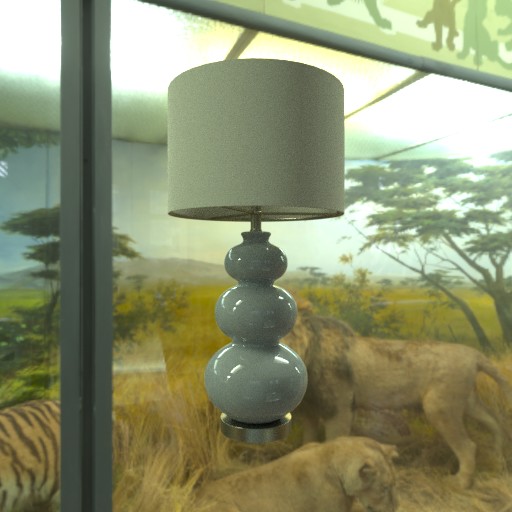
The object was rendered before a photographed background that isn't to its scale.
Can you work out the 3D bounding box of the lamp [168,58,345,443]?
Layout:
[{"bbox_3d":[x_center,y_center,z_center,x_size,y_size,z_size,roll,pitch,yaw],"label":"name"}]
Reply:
[{"bbox_3d":[0.000,0.000,0.938,0.367,0.730,0.367,0,0,35],"label":"lamp"}]
